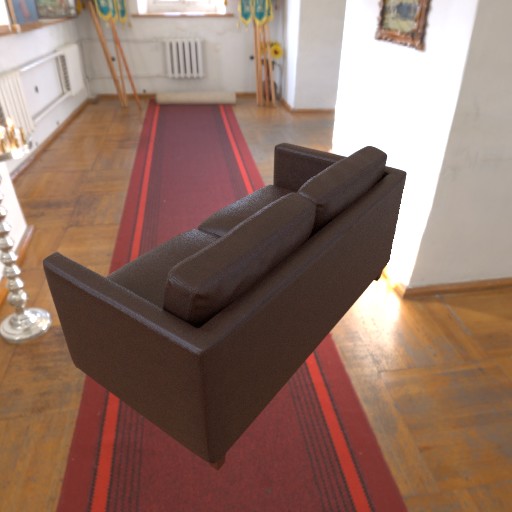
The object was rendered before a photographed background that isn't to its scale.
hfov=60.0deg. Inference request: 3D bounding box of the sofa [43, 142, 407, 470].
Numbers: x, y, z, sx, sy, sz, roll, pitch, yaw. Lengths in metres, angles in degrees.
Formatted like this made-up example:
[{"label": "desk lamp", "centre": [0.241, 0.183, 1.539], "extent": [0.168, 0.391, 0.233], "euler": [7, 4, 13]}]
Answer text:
[{"label": "sofa", "centre": [0.000, 0.000, 2.428], "extent": [0.951, 0.933, 1.883], "euler": [22, 39, 30]}]
